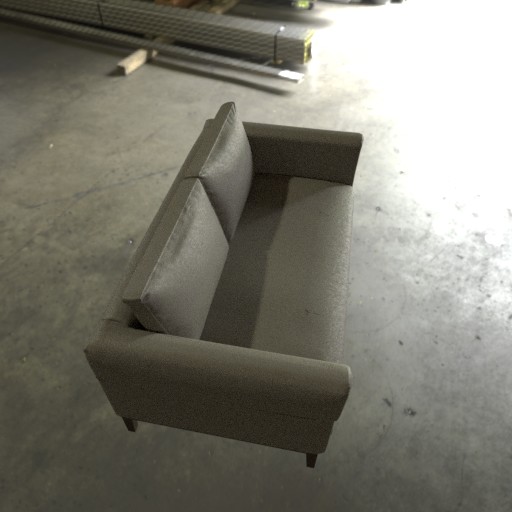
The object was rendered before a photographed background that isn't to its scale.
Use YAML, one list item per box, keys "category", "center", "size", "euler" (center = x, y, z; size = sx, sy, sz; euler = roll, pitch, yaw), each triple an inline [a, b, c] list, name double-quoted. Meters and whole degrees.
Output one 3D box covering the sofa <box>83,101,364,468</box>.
- category: "sofa"
  center: [0.000, 0.000, 2.132]
  size: [0.899, 0.873, 1.598]
  euler: [8, 46, 8]
